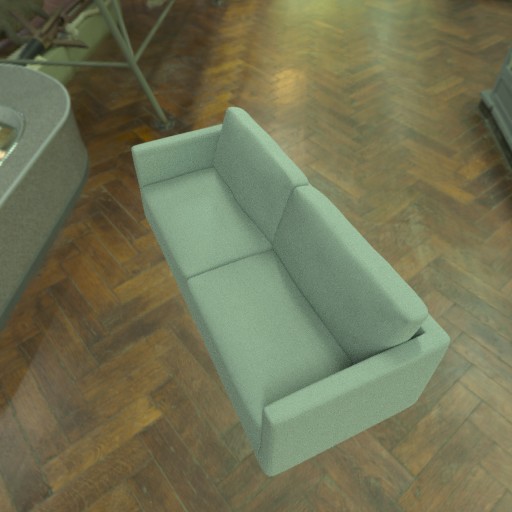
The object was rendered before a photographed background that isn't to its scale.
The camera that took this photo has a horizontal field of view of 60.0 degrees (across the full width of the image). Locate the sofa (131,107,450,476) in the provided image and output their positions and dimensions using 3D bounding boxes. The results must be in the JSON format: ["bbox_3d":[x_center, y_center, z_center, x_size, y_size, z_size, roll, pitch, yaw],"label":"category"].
[{"bbox_3d":[0.000,0.000,2.732,0.951,0.965,2.208,-19,49,-17],"label":"sofa"}]
